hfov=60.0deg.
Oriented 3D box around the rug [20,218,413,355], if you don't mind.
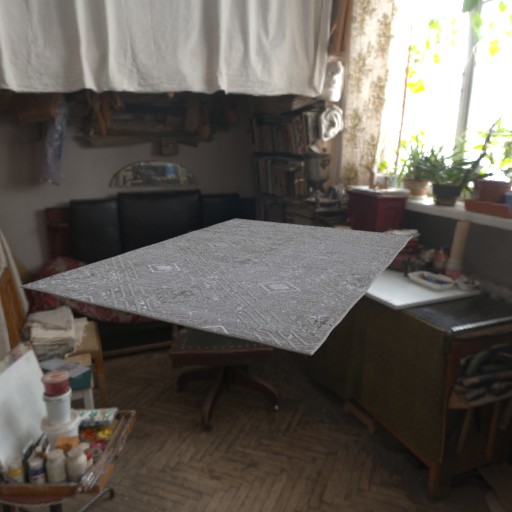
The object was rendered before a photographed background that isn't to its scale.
[{"bbox_3d":[0.000,0.000,4.366,2.448,0.020,3.359,8,17,27],"label":"rug"}]
